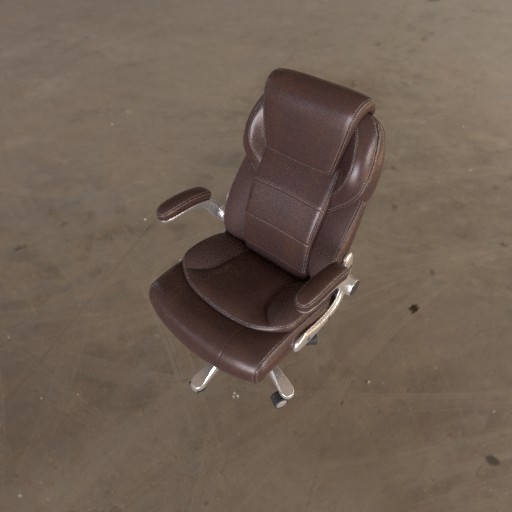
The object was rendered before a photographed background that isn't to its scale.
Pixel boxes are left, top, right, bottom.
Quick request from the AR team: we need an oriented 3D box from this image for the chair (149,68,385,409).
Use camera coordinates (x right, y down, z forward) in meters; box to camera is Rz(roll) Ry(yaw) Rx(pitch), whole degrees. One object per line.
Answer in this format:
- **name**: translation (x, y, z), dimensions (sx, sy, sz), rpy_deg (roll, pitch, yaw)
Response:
- **chair**: translation (0.000, 0.000, 1.701), dimensions (0.733, 1.160, 0.774), rpy_deg (31, 53, 28)
